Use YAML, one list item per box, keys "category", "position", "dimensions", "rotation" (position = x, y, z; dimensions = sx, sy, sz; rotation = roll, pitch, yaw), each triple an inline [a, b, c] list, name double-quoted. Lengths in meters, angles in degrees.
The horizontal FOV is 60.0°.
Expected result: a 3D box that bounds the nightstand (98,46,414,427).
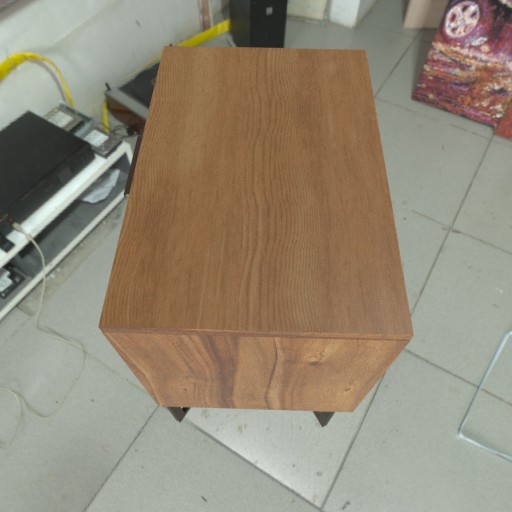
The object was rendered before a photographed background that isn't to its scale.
- category: "nightstand"
  position: [0.000, 0.000, 0.997]
  dimensions: [0.427, 0.615, 0.613]
  rotation: [1, 58, 1]
